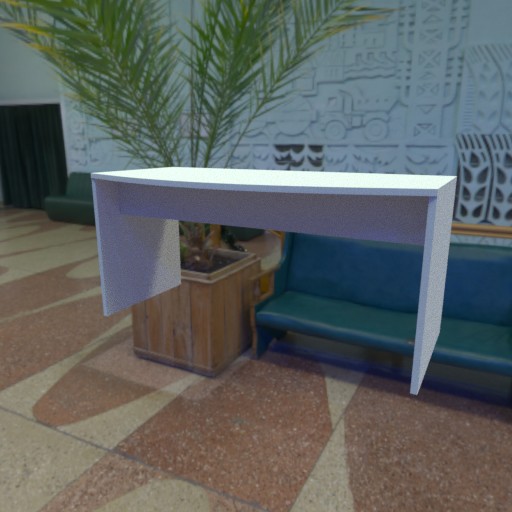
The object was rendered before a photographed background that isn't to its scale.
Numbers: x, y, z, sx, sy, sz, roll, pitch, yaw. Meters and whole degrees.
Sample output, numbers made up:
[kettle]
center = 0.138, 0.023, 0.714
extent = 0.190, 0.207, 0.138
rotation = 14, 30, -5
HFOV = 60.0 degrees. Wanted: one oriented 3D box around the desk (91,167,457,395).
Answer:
[desk]
center = 0.000, 0.000, 2.098
extent = 1.600, 0.750, 0.802
rotation = 8, 16, 28
